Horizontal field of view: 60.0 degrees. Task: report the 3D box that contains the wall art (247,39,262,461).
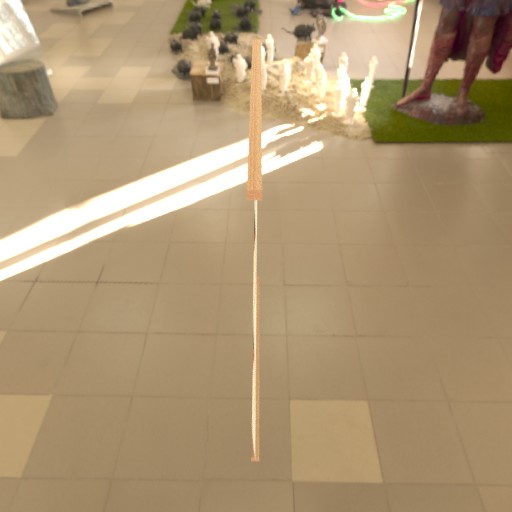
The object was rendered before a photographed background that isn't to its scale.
[{"bbox_3d":[0.000,0.000,0.682,0.013,0.508,0.406,0,42,0],"label":"wall art"}]
